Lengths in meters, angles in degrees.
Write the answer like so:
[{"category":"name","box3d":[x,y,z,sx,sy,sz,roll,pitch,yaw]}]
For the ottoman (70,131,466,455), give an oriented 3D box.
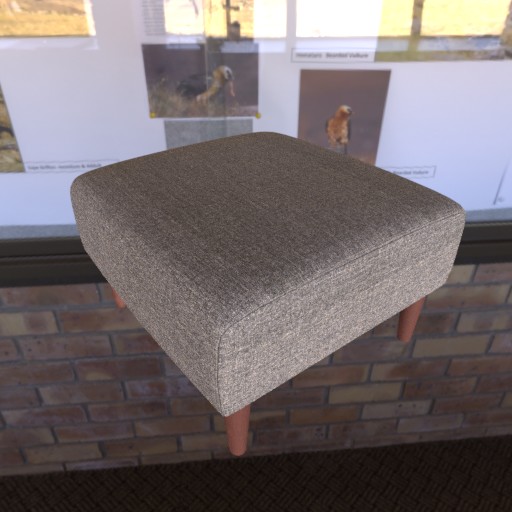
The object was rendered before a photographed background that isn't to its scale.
[{"category":"ottoman","box3d":[0.000,0.000,1.056,0.648,0.399,0.655,-22,38,-31]}]
